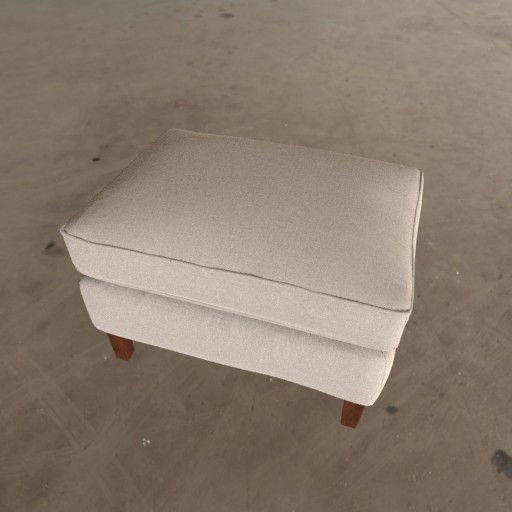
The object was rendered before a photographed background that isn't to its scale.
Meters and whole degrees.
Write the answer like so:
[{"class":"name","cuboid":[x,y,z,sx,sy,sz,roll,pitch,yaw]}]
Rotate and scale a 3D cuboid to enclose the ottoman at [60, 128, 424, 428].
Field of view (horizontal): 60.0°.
[{"class":"ottoman","cuboid":[0.000,0.000,1.023,0.665,0.456,0.501,12,44,13]}]
